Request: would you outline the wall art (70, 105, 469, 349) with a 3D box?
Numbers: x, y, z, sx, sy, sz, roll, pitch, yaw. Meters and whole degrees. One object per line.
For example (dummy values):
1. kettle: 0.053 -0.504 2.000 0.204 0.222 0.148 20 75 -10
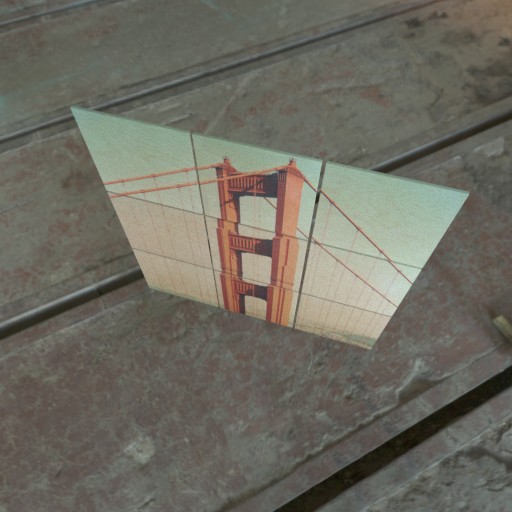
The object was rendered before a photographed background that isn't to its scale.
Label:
1. wall art: 0.000 0.000 2.272 1.517 1.523 0.013 14 59 9
